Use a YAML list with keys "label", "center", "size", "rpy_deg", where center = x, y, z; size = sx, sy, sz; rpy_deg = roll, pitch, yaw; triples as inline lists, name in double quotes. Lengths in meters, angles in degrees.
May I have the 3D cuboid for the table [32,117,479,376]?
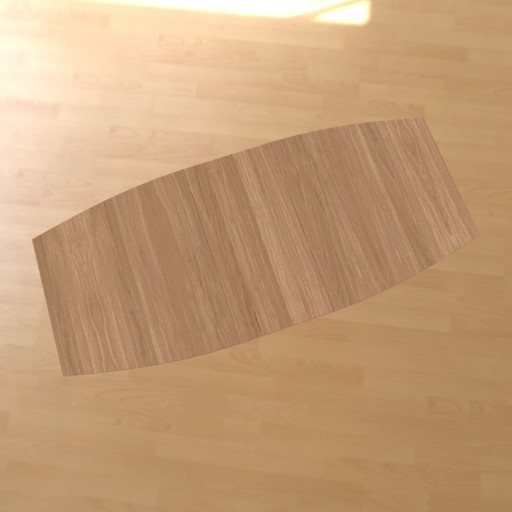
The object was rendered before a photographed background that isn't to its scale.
- label: "table"
  center: [0.000, 0.000, 2.480]
  size: [2.032, 0.750, 0.900]
  rpy_deg: [-18, 77, -4]
